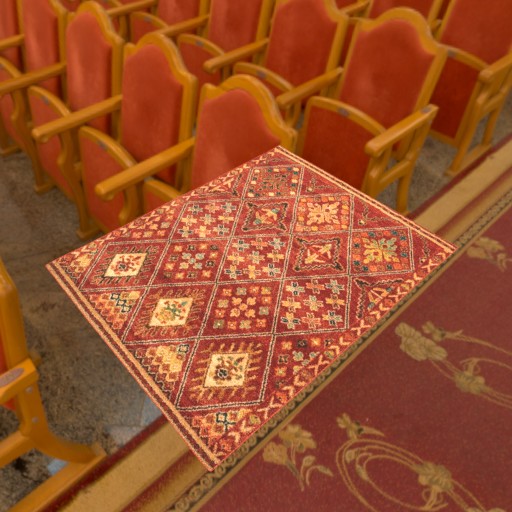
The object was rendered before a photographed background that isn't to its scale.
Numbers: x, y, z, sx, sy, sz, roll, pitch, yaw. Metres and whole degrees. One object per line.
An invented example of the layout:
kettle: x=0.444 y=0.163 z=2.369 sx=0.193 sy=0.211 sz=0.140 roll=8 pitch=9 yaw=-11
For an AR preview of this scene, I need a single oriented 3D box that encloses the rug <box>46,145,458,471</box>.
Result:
rug: x=0.000 y=0.000 z=4.226 sx=3.086 sy=0.030 sz=2.489 roll=-33 pitch=54 yaw=-28
